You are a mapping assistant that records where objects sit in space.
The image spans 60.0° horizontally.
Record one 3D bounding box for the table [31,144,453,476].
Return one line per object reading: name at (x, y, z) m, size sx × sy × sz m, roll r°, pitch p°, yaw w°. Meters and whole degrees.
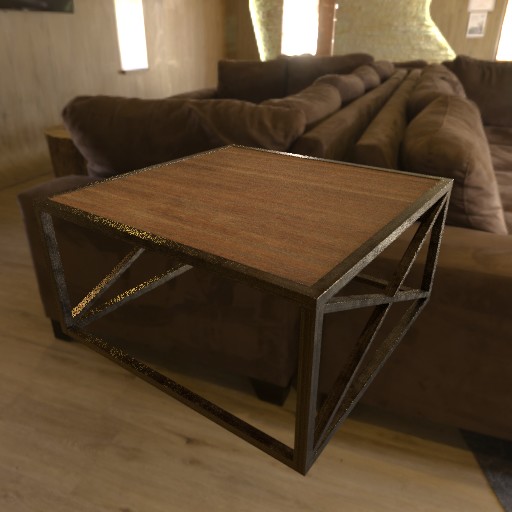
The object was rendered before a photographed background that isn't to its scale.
table at (0.000, 0.000, 1.427) m, size 0.909 × 0.451 × 0.899 m, roll 18°, pitch 31°, yaw 32°
